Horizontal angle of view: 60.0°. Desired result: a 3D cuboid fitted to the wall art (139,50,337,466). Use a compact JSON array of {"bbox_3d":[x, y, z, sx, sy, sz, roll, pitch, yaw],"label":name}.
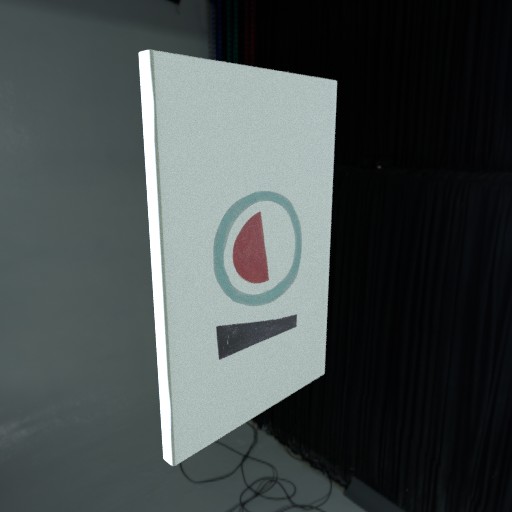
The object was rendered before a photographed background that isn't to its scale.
[{"bbox_3d":[0.000,0.000,1.146,0.048,0.902,0.602,14,20,42],"label":"wall art"}]
